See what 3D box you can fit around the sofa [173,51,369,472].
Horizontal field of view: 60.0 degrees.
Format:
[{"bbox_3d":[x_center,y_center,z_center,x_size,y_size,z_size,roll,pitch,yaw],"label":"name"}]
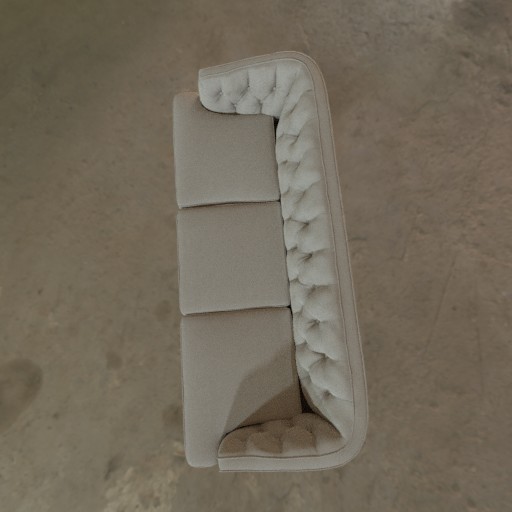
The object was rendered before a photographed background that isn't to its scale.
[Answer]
[{"bbox_3d":[0.000,0.000,2.660,0.941,0.855,2.278,-4,75,-1],"label":"sofa"}]
